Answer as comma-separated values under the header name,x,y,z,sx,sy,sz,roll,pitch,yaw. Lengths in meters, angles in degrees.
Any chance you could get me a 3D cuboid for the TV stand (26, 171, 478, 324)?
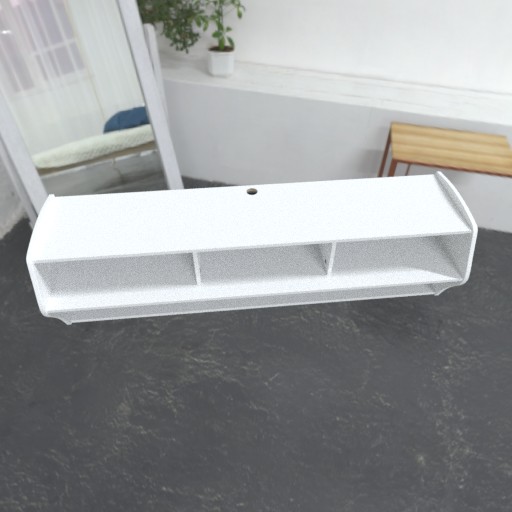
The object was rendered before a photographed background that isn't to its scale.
name,x,y,z,sx,sy,sz,roll,pitch,yaw
TV stand,0.000,0.000,1.665,1.473,0.424,0.397,-4,45,-4
